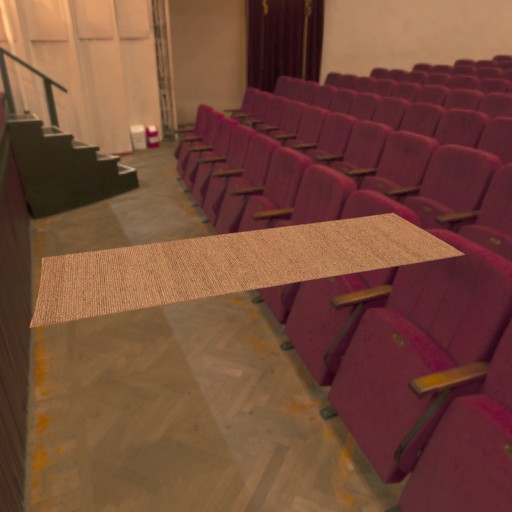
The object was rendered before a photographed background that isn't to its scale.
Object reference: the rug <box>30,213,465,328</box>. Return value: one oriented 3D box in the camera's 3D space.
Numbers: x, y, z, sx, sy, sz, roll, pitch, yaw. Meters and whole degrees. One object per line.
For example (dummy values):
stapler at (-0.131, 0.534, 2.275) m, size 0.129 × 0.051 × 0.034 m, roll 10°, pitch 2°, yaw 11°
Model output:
rug at (0.000, 0.000, 2.615) m, size 2.390 × 0.014 × 0.741 m, roll -8°, pitch 27°, yaw -16°
